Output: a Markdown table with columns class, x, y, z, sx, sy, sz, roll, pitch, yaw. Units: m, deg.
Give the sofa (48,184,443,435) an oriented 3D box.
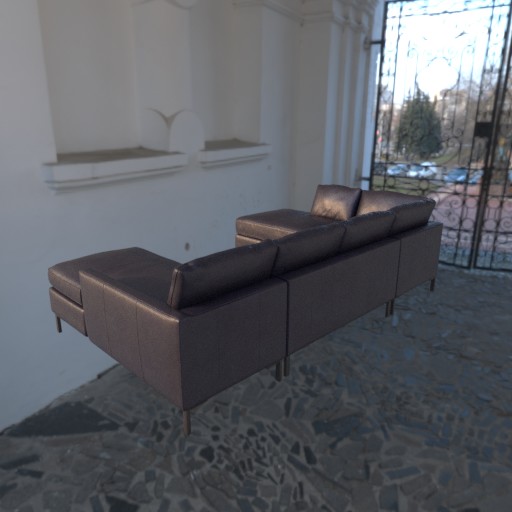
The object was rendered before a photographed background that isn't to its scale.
| class | x | y | z | sx | sy | sz | roll | pitch | yaw |
| --- | --- | --- | --- | --- | --- | --- | --- | --- | --- |
| sofa | 0.000 | 0.000 | 3.740 | 2.956 | 0.900 | 1.939 | -16 | 23 | -42 |
